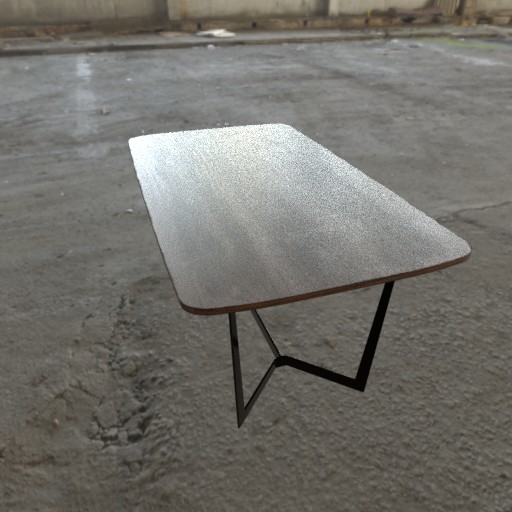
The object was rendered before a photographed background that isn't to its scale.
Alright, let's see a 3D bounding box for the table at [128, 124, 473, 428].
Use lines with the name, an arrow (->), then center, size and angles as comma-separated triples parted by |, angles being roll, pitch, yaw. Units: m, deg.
table -> 0.000, 0.000, 2.081 | 0.949, 0.765, 1.643 | -10, 33, -16
